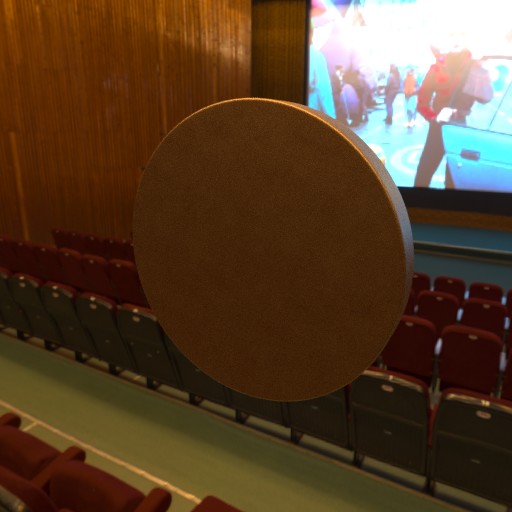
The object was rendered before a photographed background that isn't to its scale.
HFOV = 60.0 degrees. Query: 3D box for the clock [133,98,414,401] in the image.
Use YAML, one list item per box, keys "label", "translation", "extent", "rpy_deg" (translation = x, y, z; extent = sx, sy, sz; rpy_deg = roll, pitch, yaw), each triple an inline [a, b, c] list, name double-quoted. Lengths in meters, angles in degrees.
- label: "clock"
  translation: [0.000, 0.000, 0.469]
  extent: [0.314, 0.314, 0.040]
  rpy_deg: [9, 18, 28]
